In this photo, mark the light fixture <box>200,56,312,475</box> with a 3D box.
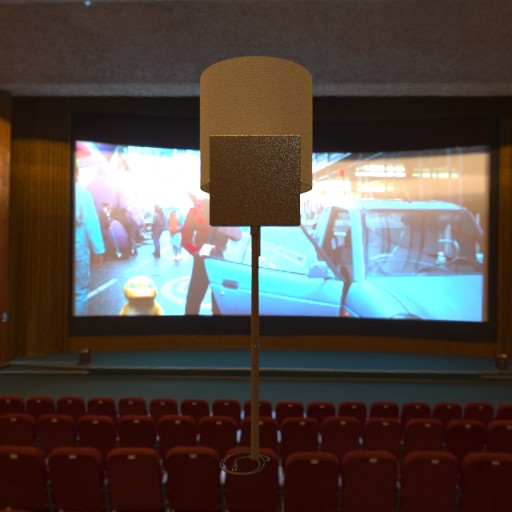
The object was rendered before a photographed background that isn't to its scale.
[{"bbox_3d":[0.000,0.000,0.714,0.188,0.589,0.248,0,-1,1],"label":"light fixture"}]
